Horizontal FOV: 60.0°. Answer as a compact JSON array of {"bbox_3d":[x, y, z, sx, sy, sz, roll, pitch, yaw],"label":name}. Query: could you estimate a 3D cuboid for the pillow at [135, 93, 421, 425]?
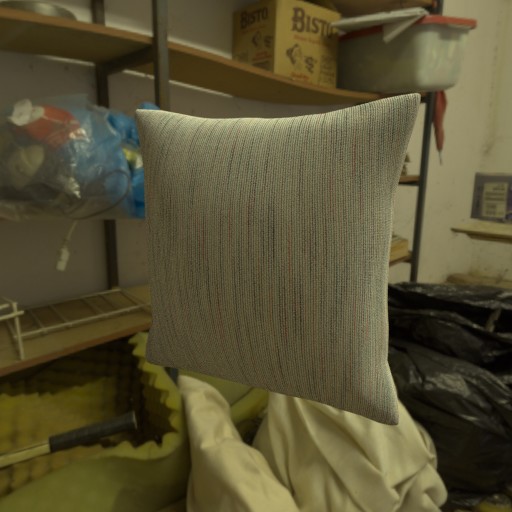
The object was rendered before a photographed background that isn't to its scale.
[{"bbox_3d":[0.000,0.000,0.767,0.512,0.506,0.178,6,14,26],"label":"pillow"}]
